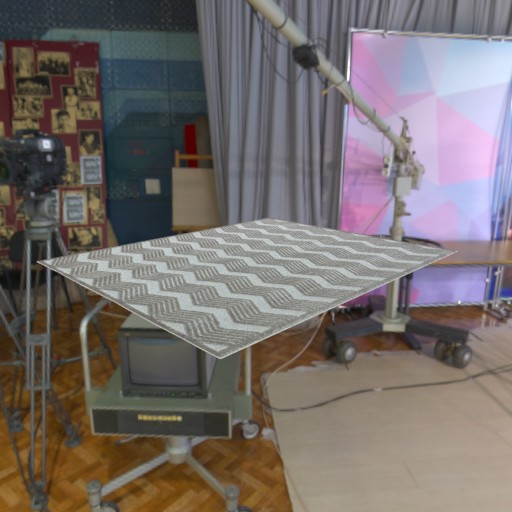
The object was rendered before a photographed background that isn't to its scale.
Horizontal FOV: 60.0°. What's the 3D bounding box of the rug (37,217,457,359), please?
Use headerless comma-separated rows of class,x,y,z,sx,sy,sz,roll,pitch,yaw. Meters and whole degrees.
rug,0.000,0.000,3.927,2.880,0.005,2.391,-15,21,-43
